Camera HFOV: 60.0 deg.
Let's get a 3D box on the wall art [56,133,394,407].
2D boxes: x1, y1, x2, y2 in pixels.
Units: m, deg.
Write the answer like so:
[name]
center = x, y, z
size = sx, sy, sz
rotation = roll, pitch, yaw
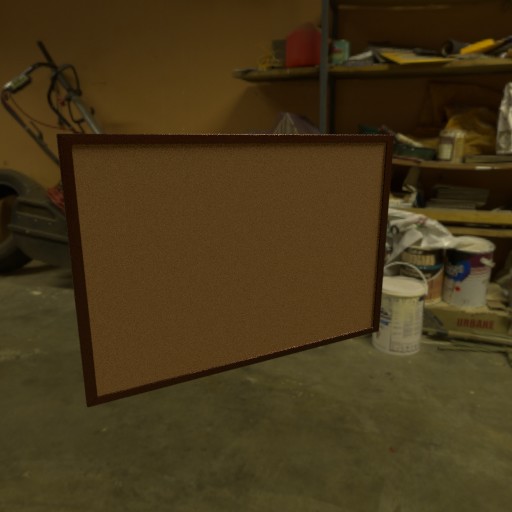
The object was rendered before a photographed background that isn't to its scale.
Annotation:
[wall art]
center = 0.000, 0.000, 1.057
size = 0.816, 0.559, 0.014
rotation = -8, 17, -27
